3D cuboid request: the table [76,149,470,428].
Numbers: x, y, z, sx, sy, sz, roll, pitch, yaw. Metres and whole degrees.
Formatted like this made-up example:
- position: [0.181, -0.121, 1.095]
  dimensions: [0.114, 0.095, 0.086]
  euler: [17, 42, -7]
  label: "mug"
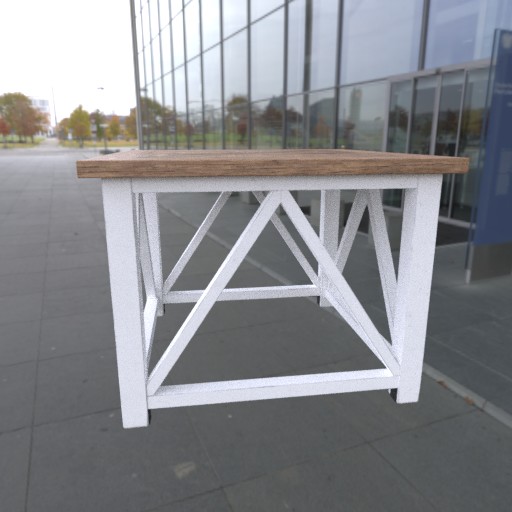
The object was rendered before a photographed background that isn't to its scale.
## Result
- position: [0.000, 0.000, 1.175]
  dimensions: [0.700, 0.532, 0.700]
  euler: [-2, 15, -8]
  label: "table"
